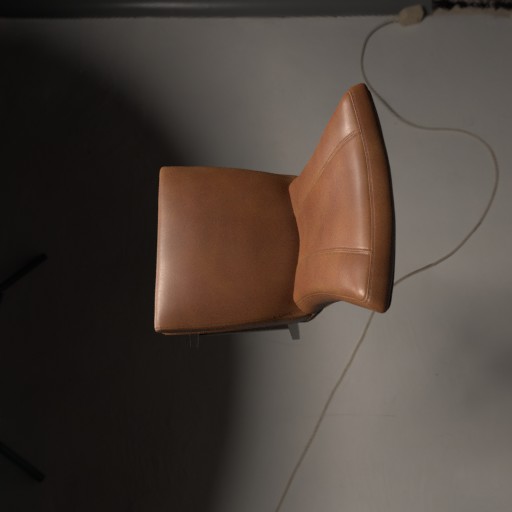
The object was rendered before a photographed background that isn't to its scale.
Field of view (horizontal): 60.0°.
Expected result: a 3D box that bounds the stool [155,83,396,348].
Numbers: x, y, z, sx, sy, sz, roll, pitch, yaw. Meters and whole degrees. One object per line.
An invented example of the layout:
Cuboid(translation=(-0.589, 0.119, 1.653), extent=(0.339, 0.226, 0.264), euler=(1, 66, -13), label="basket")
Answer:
Cuboid(translation=(0.000, 0.000, 1.432), extent=(0.585, 1.094, 0.522), euler=(-1, 76, 0), label="stool")
